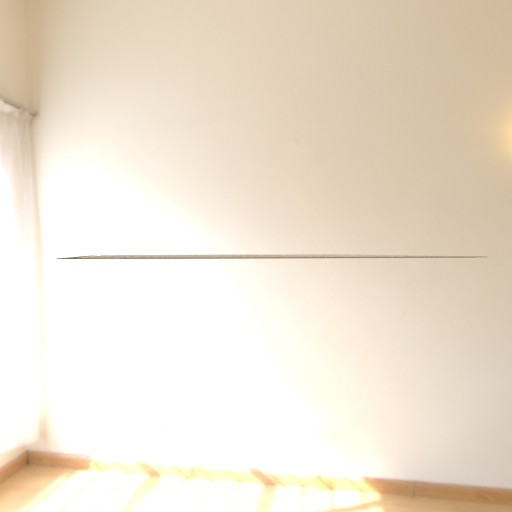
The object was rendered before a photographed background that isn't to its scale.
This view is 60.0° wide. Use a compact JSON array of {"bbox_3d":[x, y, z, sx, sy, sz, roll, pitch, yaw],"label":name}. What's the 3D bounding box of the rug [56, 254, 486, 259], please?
[{"bbox_3d":[0.000,0.000,4.383,3.327,0.010,2.464,0,1,-16],"label":"rug"}]
